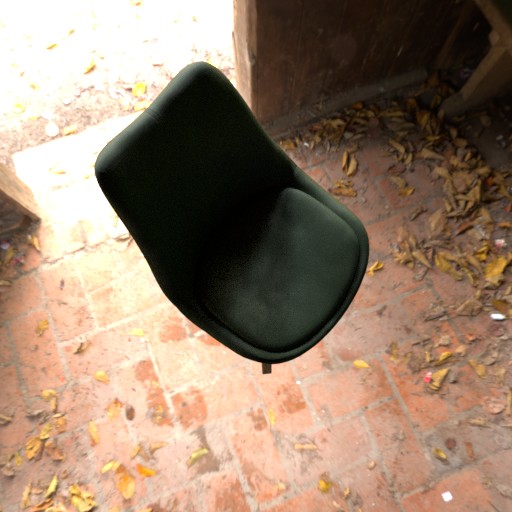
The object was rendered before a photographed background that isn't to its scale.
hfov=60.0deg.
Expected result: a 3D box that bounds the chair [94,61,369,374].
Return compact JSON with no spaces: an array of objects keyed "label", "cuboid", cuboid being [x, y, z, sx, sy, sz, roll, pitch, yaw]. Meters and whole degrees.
[{"label":"chair","cuboid":[0.000,0.000,1.187,0.547,0.865,0.483,38,78,10]}]
